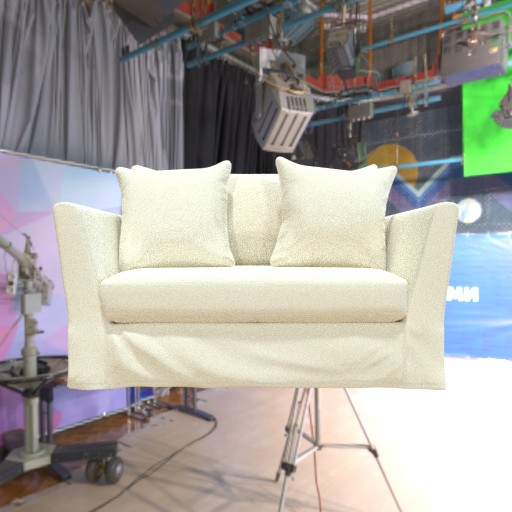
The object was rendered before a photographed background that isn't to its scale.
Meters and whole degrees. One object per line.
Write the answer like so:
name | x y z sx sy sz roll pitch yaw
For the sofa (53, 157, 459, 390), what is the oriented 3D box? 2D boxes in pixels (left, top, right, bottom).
sofa | 0.000 0.000 2.232 1.608 1.039 1.026 0 1 0
